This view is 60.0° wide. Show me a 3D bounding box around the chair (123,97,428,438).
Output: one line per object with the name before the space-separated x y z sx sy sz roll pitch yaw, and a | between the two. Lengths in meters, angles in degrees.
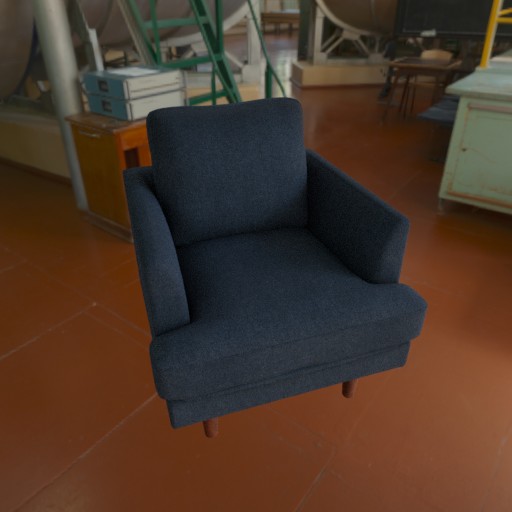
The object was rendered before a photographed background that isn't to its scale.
chair | 0.000 0.000 1.604 0.858 0.957 0.899 -10 33 -16
